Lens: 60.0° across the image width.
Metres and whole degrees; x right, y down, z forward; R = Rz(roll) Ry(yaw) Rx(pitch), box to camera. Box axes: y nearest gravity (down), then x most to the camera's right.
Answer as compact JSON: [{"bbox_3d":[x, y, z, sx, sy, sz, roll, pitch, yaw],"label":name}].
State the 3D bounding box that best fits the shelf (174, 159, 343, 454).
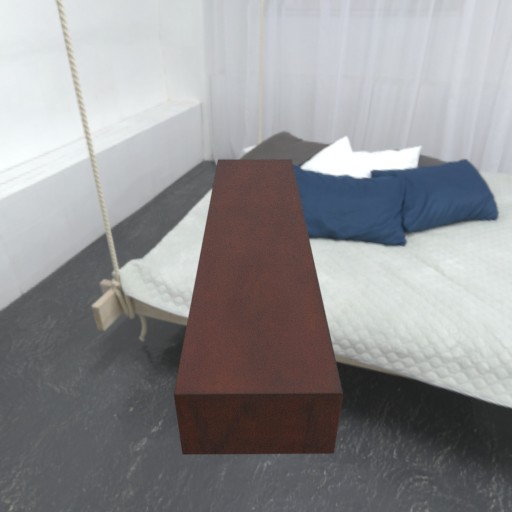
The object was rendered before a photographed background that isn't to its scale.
[{"bbox_3d":[0.000,0.000,0.678,0.152,0.088,0.607,0,32,0],"label":"shelf"}]
